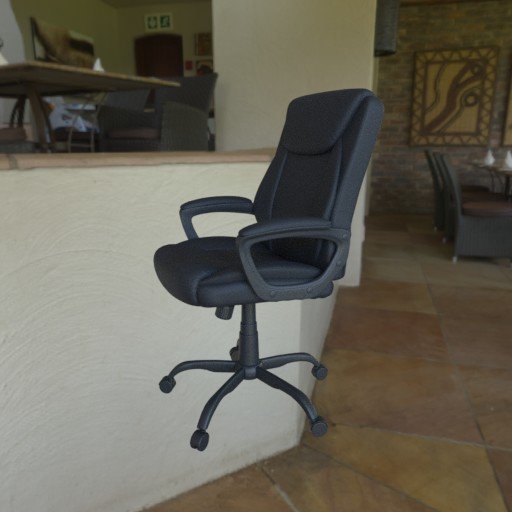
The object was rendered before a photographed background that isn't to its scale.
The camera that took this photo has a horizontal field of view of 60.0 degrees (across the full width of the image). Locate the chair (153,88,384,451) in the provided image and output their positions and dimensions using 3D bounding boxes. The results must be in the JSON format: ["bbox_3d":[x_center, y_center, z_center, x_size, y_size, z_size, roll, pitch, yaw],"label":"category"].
[{"bbox_3d":[0.000,0.000,1.503,0.655,1.072,0.615,-7,16,-26],"label":"chair"}]
